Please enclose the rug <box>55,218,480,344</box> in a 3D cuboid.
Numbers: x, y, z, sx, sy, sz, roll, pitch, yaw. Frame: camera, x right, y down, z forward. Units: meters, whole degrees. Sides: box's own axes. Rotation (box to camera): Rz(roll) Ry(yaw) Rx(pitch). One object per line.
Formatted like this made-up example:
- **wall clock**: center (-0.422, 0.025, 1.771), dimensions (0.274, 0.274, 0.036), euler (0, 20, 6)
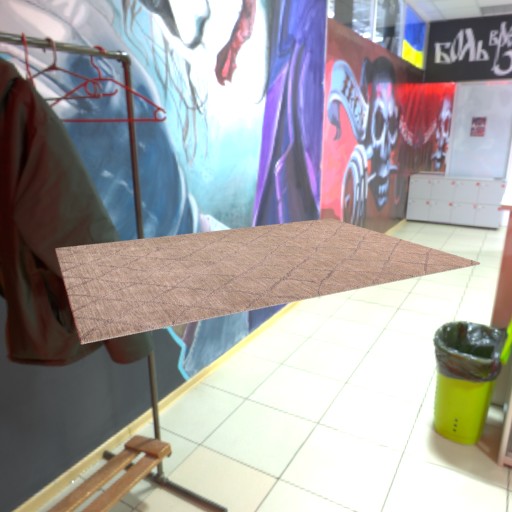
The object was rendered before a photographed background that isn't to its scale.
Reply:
- **rug**: center (0.000, 0.000, 2.845), dimensions (2.280, 0.015, 1.521), euler (-8, 18, -26)
